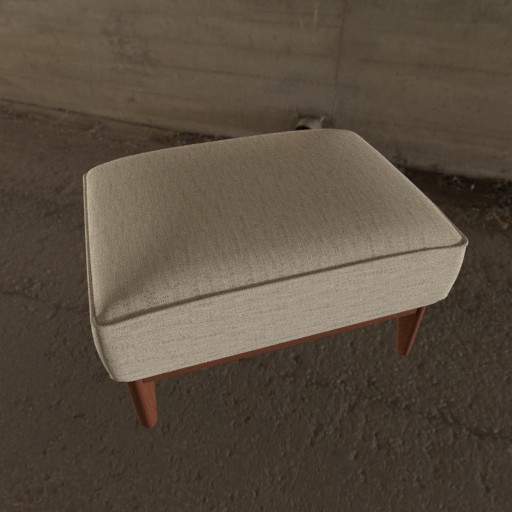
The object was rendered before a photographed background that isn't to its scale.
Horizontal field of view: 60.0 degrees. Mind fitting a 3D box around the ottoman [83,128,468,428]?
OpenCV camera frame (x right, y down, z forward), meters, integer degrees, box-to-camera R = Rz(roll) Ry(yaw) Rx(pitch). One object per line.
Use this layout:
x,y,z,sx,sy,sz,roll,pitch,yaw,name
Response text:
0.000,0.000,1.160,0.794,0.465,0.594,-12,42,-13,ottoman
